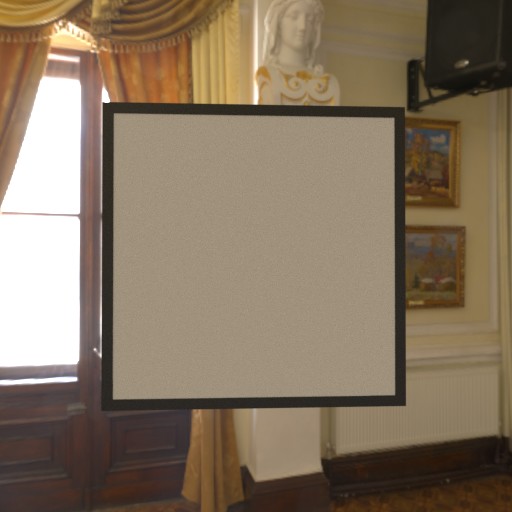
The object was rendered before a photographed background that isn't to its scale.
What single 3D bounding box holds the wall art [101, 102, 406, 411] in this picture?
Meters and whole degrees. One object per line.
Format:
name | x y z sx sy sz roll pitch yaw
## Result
wall art | 0.000 0.000 1.188 0.807 0.807 0.022 0 -1 -3
